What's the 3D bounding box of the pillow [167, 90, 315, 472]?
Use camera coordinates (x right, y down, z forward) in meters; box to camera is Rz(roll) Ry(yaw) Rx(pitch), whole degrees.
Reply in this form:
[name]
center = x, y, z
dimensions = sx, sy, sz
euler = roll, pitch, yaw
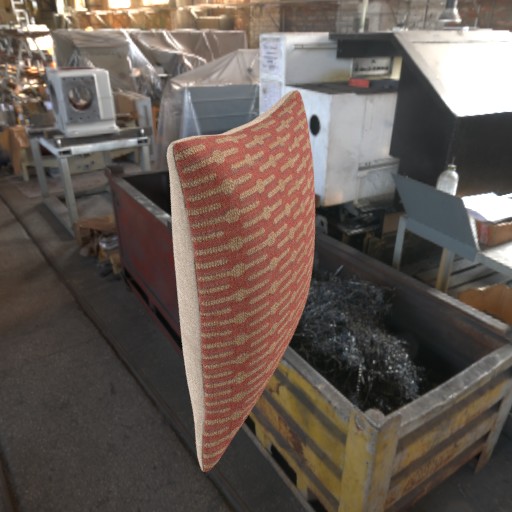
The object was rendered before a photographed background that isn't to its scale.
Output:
[pillow]
center = 0.000, 0.000, 0.782
dimensions = 0.182, 0.503, 0.511
euler = 9, 28, 17
